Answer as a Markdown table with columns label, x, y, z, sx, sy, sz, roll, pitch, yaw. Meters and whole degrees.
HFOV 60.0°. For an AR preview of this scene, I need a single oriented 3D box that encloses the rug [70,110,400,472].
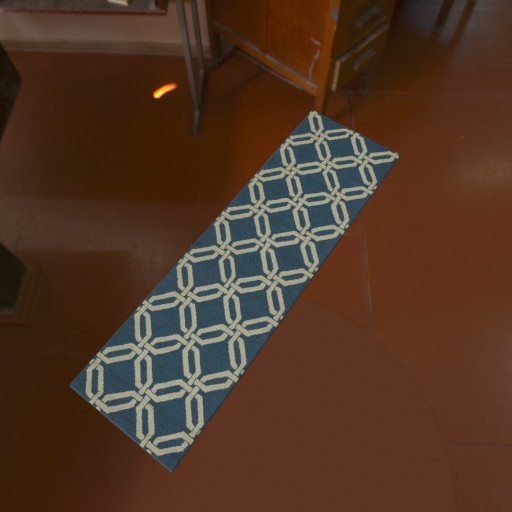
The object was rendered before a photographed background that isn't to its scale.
| label | x | y | z | sx | sy | sz | roll | pitch | yaw |
| --- | --- | --- | --- | --- | --- | --- | --- | --- | --- |
| rug | 0.000 | 0.000 | 2.548 | 0.678 | 0.014 | 2.276 | 33 | 68 | 15 |
